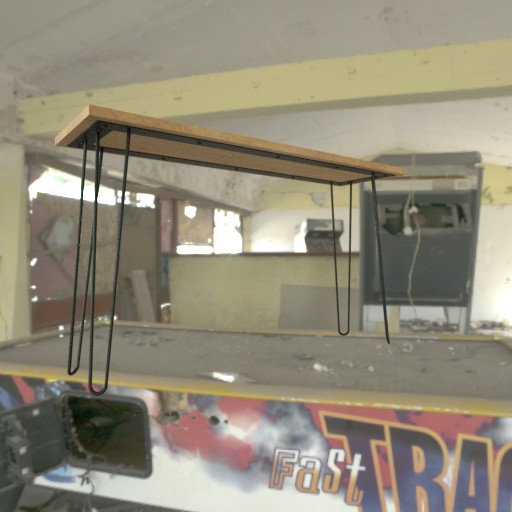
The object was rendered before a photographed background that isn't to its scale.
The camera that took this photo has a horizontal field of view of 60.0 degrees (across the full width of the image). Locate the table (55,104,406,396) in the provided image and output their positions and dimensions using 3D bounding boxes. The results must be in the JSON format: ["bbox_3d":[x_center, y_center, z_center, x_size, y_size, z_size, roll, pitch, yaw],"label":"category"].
[{"bbox_3d":[0.000,0.000,1.753,1.400,0.799,0.399,0,-1,-36],"label":"table"}]
